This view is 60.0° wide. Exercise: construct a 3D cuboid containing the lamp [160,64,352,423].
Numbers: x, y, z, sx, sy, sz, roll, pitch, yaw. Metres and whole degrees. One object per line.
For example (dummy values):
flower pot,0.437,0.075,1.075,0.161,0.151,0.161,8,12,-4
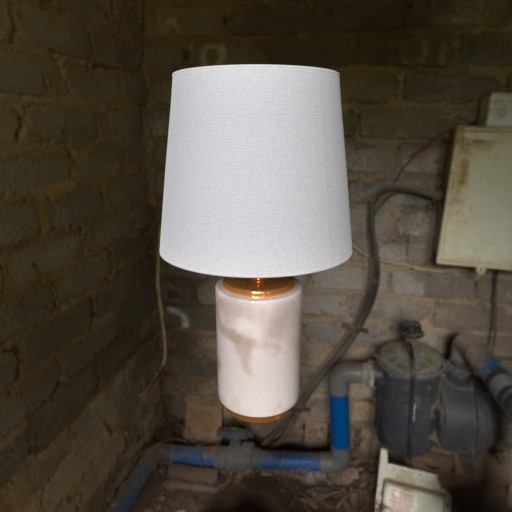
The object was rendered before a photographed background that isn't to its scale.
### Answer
lamp,0.000,0.000,0.448,0.189,0.340,0.189,0,16,0
